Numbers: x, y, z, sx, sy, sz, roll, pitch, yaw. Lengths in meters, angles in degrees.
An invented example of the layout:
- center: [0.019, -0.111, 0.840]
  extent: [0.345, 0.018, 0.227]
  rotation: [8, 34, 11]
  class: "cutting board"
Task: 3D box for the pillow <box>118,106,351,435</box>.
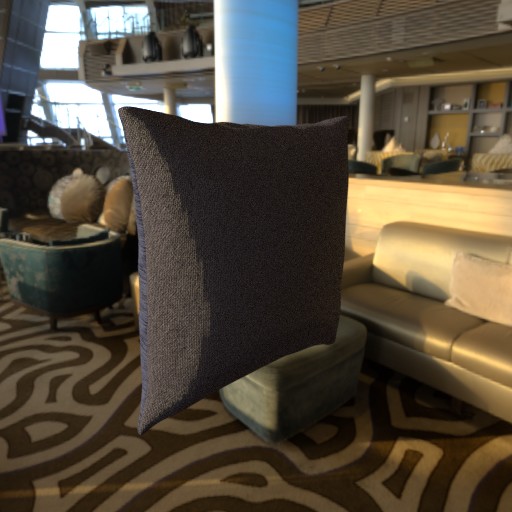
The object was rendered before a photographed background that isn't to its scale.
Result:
- center: [0.000, 0.000, 0.706]
  extent: [0.452, 0.439, 0.204]
  rotation: [-14, 20, -42]
  class: "pillow"
